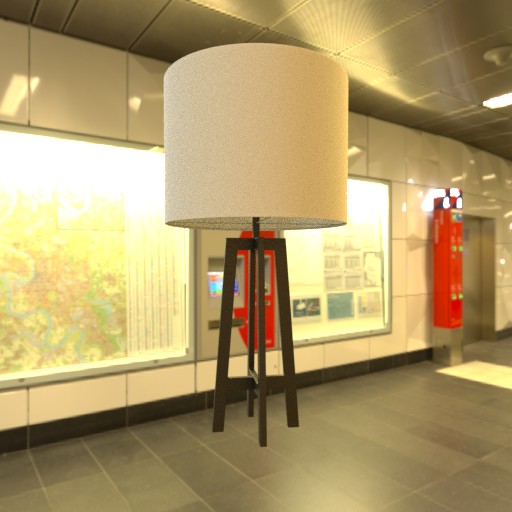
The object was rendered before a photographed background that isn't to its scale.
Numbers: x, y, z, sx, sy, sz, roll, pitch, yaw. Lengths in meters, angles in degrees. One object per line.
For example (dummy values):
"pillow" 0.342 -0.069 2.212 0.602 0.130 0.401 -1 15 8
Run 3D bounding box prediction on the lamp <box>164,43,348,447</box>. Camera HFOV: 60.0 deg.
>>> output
"lamp" 0.000 0.000 0.630 0.257 0.489 0.257 0 0 36
